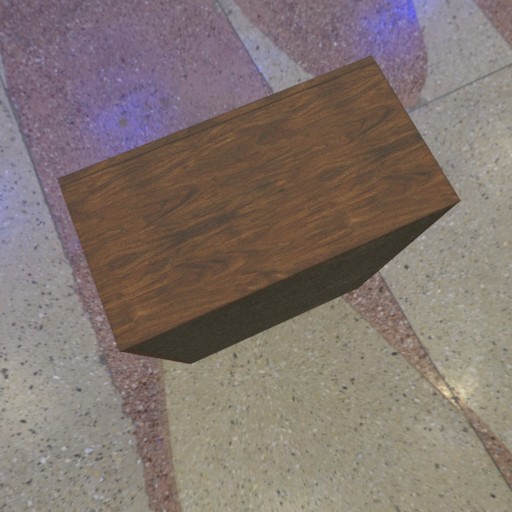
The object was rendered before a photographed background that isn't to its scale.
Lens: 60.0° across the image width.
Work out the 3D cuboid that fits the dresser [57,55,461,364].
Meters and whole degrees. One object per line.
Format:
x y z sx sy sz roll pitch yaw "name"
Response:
0.000 0.000 1.796 0.919 1.365 0.498 -23 76 -6 "dresser"
